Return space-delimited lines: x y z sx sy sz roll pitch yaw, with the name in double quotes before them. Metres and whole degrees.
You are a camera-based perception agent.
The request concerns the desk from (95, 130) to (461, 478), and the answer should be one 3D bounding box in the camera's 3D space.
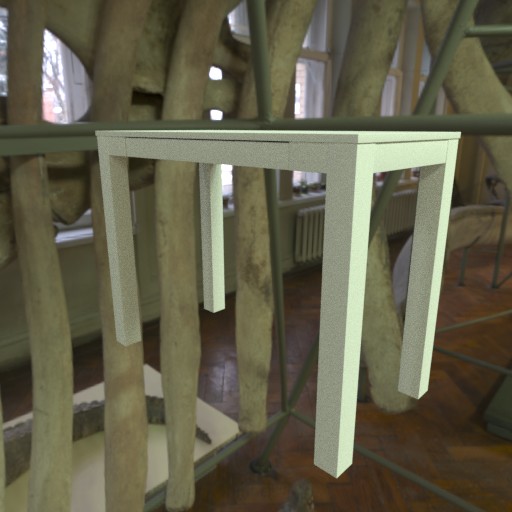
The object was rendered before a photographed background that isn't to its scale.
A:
"desk" 0.000 0.000 1.408 0.990 0.762 0.497 15 22 42
